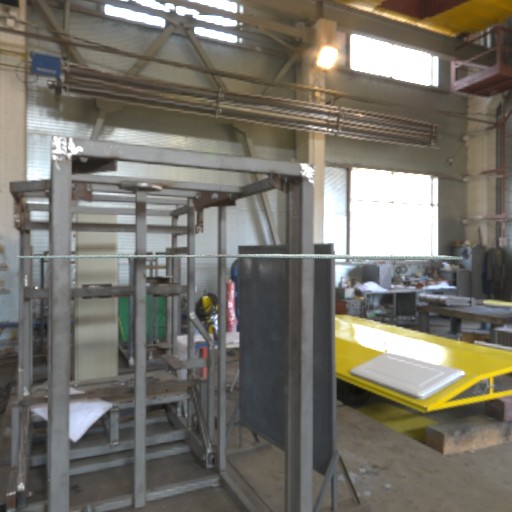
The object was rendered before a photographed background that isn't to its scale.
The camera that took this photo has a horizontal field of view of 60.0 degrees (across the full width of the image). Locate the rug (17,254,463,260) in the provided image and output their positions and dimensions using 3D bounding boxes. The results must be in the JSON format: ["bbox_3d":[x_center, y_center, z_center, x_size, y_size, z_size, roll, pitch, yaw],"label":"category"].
[{"bbox_3d":[0.000,0.000,2.839,2.260,0.026,1.611,0,0,20],"label":"rug"}]
